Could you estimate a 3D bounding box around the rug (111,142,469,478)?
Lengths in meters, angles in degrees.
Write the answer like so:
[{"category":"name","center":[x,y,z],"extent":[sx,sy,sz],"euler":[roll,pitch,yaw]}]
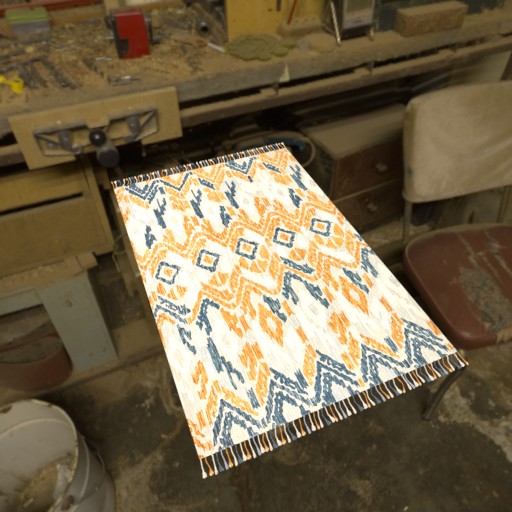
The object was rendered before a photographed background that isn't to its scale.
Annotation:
[{"category":"rug","center":[0.000,0.000,2.999],"extent":[1.533,0.010,2.428],"euler":[-17,48,-15]}]
